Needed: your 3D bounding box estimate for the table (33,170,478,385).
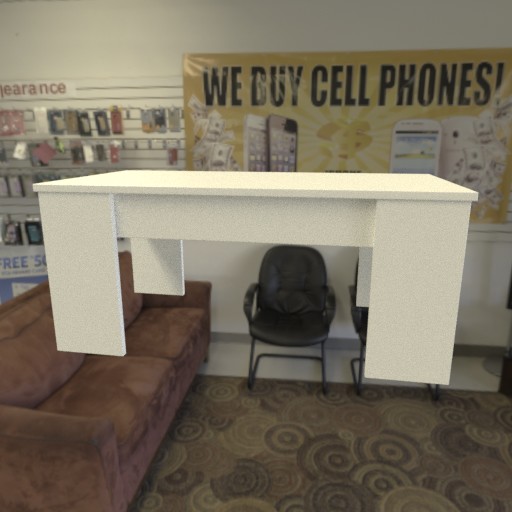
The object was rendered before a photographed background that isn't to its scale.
[{"bbox_3d":[0.000,0.000,1.271,1.000,0.440,0.500,3,15,10],"label":"table"}]
